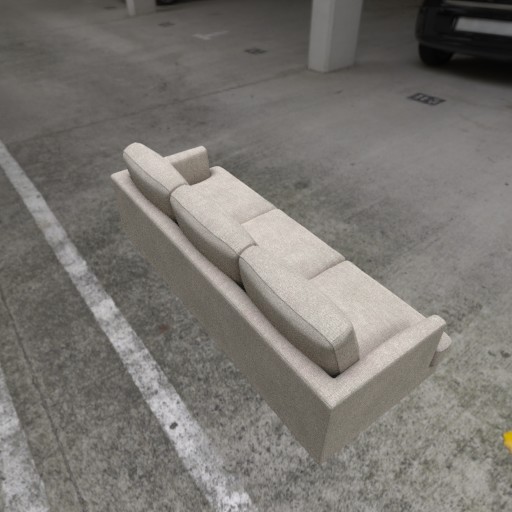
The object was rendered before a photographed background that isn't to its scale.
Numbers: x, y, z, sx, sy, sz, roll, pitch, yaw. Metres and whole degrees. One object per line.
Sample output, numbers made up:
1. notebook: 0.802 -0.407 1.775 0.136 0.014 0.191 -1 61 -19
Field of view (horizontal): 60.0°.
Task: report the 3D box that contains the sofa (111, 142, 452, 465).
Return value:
1. sofa: 0.000 0.000 2.742 0.903 0.930 2.246 -26 47 -27
